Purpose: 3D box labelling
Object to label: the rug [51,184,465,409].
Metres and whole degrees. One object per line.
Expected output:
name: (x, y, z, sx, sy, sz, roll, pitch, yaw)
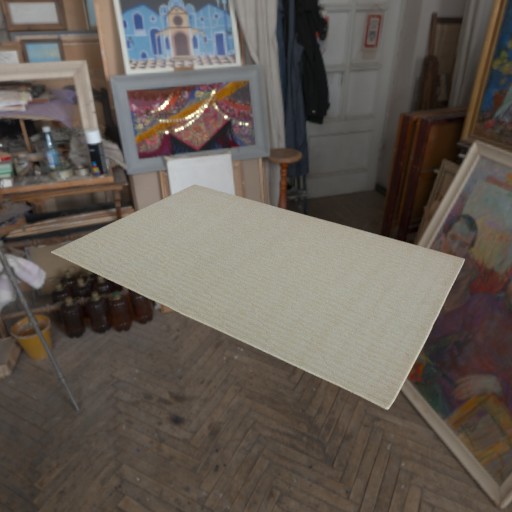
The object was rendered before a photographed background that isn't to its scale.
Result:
rug: (0.000, 0.000, 3.061, 2.441, 0.014, 1.531, 19, 36, 29)
